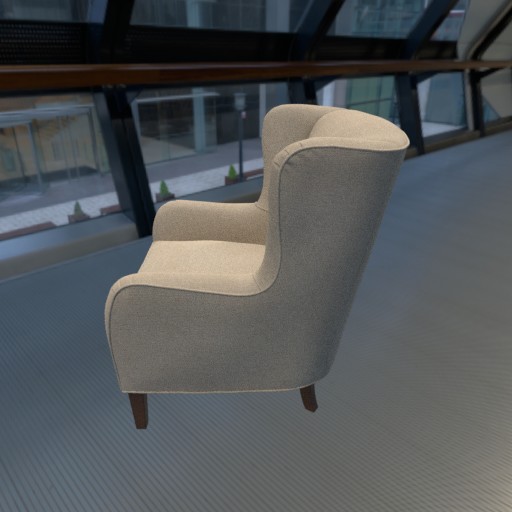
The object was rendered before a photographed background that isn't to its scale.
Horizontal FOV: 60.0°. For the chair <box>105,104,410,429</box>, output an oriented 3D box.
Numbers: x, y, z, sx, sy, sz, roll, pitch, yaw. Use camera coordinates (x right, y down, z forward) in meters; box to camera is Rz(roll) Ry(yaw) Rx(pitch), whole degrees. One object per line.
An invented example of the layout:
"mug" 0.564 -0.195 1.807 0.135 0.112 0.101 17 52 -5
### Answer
"chair" 0.000 0.000 1.724 0.966 1.040 0.838 0 26 0
